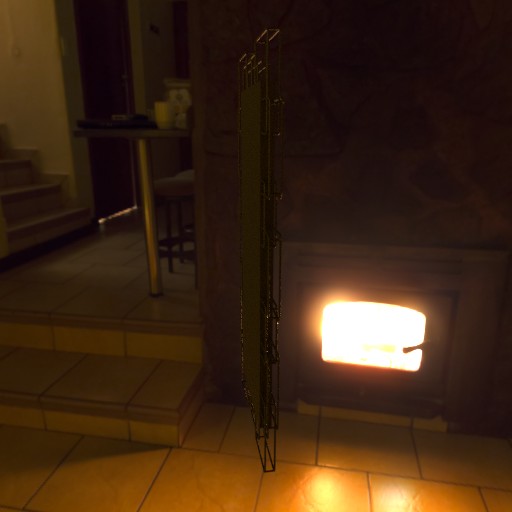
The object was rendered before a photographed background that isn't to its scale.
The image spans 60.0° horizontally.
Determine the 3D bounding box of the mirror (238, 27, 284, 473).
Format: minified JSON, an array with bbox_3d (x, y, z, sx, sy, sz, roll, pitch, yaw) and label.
[{"bbox_3d":[0.000,0.000,1.374,0.037,1.192,0.565,-3,16,-9],"label":"mirror"}]
